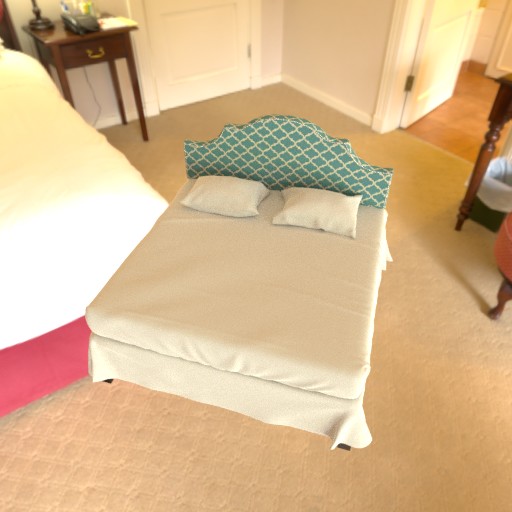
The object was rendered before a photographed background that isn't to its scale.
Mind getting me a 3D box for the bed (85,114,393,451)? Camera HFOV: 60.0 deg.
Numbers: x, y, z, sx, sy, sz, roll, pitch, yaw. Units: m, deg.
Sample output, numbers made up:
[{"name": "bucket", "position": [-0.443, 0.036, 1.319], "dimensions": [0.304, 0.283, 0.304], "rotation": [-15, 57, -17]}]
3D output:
[{"name": "bed", "position": [0.000, 0.000, 3.637], "dimensions": [2.314, 1.601, 2.222], "rotation": [11, 42, 13]}]
